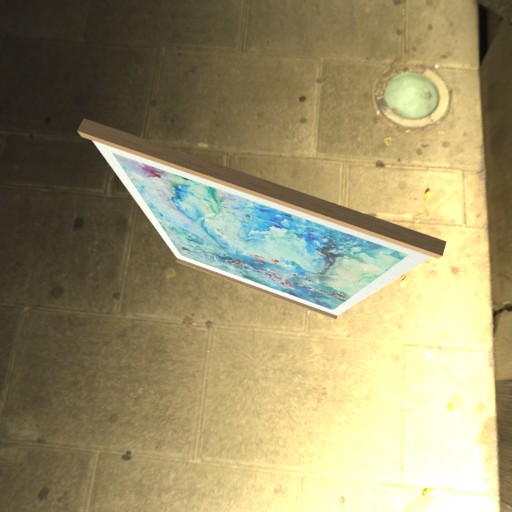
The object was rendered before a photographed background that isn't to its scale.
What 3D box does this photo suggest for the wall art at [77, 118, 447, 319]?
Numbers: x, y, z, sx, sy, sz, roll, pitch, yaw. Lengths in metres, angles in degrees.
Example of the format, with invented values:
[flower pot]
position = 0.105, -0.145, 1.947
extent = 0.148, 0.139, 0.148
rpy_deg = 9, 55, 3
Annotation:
[wall art]
position = 0.000, 0.000, 1.261
extent = 0.669, 1.020, 0.027
rpy_deg = 20, 77, 5
